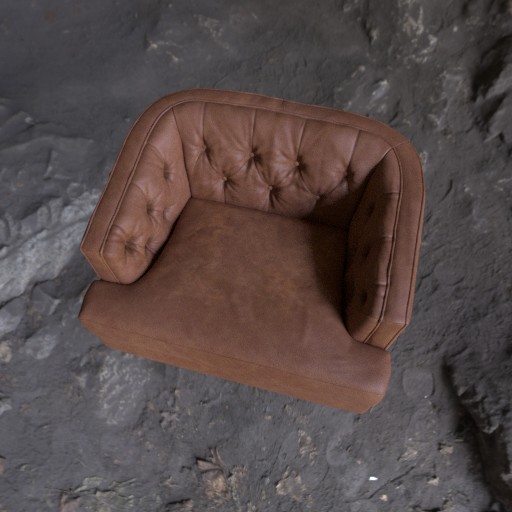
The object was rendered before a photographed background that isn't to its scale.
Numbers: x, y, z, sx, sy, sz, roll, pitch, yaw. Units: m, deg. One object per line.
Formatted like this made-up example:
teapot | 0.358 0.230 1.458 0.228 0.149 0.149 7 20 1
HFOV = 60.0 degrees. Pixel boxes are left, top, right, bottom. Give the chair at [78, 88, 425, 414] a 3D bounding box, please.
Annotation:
chair | 0.000 0.000 1.764 1.119 0.836 0.911 13 60 7
